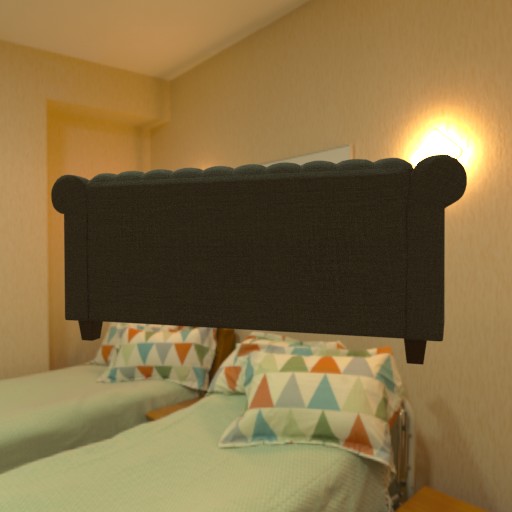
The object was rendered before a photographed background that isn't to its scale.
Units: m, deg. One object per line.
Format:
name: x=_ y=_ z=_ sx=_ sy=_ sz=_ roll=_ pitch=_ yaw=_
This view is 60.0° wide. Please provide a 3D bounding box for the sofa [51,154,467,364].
sofa: x=0.000 y=0.000 z=2.207 sx=1.798 sy=0.797 sz=0.783 roll=0 pitch=1 yaw=17
